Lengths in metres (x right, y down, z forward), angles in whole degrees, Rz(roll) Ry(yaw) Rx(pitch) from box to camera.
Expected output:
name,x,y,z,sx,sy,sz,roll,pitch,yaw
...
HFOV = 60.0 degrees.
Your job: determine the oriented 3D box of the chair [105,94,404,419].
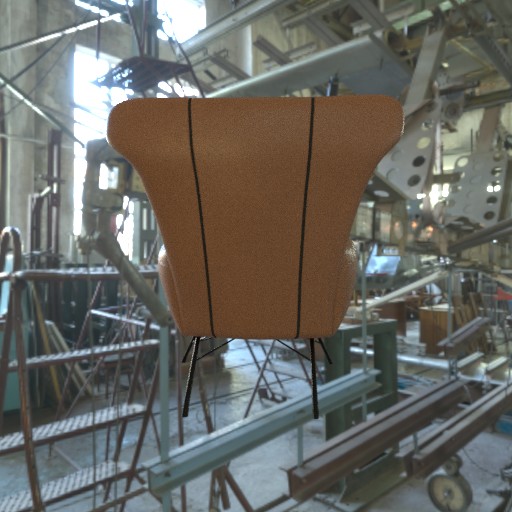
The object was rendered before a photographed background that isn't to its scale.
name,x,y,z,sx,sy,sz,roll,pitch,yaw
chair,0.000,0.000,1.758,0.980,1.050,0.900,0,-1,2
